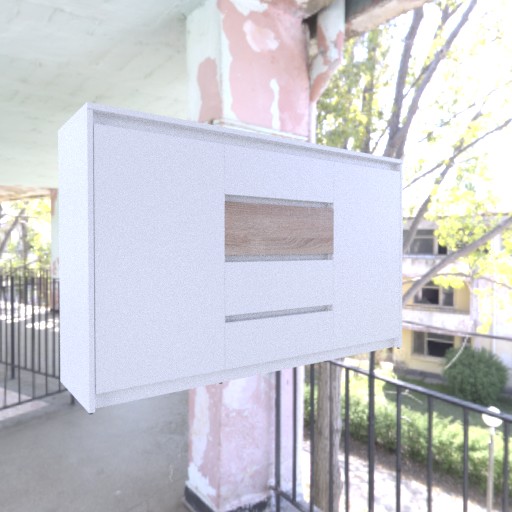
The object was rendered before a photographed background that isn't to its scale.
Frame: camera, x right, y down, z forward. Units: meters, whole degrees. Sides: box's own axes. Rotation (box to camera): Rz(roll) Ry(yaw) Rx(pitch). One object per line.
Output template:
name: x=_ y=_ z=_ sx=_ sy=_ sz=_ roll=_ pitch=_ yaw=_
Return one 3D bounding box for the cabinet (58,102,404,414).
cabinet: x=0.000 y=0.000 z=1.844 sx=1.450 sy=0.900 sz=0.380 roll=-1 pitch=1 yaw=-36
